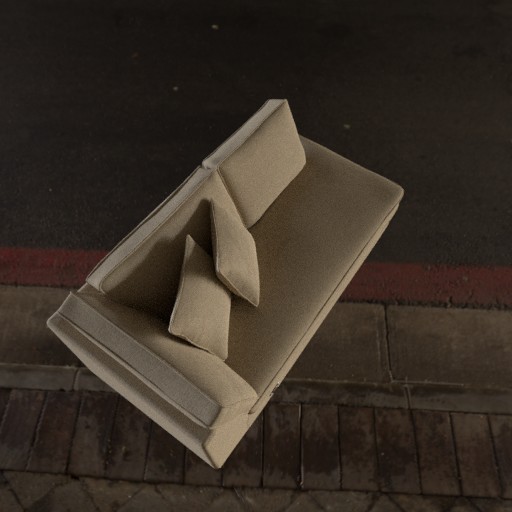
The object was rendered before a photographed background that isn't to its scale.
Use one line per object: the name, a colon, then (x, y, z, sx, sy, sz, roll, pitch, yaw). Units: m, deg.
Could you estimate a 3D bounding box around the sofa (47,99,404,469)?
sofa: (0.000, 0.000, 2.850, 1.110, 1.033, 2.237, 31, 62, 18)
